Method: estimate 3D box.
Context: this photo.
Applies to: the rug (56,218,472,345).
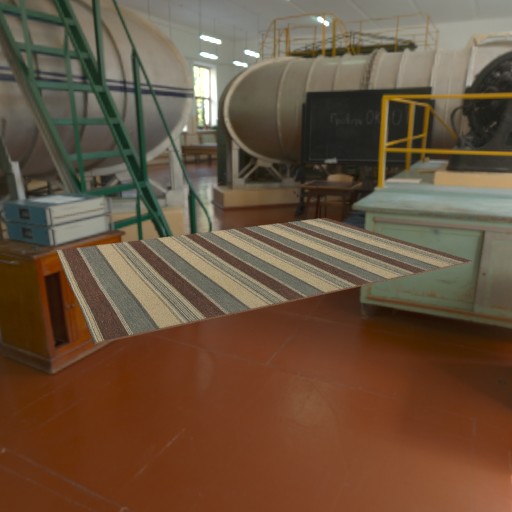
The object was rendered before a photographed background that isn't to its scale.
[{"bbox_3d":[0.000,0.000,2.326,1.829,0.008,1.219,-9,19,-27],"label":"rug"}]
